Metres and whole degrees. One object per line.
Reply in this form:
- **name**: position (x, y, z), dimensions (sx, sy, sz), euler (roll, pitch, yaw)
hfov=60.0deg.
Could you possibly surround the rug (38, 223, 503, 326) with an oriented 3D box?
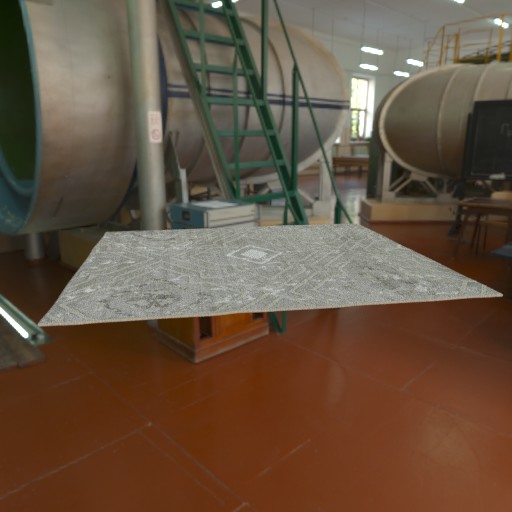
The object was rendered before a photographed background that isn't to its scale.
- **rug**: position (0.000, 0.000, 0.854), dimensions (0.639, 0.006, 0.548), euler (-3, 15, -9)
